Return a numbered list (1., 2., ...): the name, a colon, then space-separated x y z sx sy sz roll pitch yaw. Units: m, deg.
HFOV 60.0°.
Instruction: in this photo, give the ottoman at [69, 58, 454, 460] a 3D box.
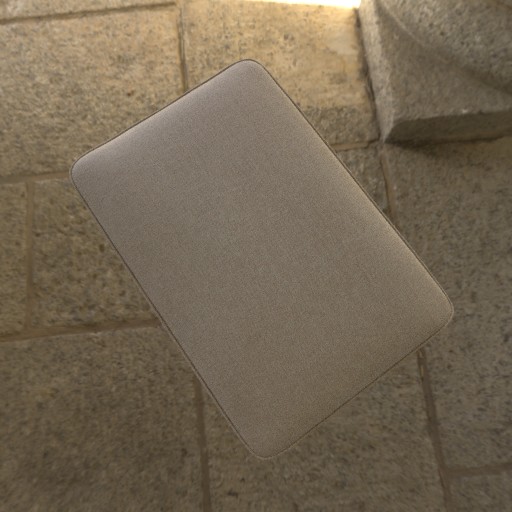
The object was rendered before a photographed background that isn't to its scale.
1. ottoman: 0.000 0.000 1.159 0.559 0.458 0.813 -35 79 -8
